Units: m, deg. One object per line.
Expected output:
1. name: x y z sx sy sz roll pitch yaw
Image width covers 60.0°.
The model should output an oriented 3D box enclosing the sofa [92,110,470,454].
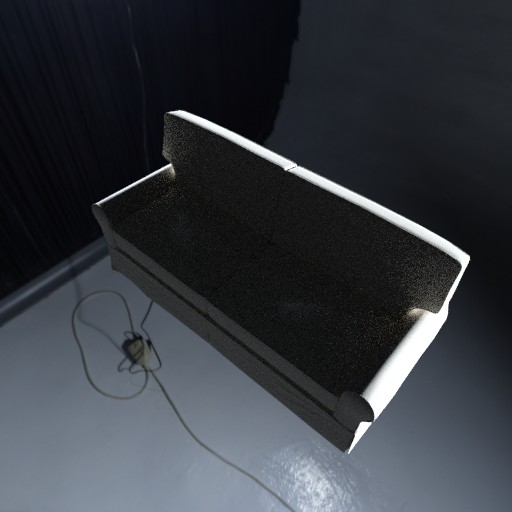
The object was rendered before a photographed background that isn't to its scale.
1. sofa: 0.000 0.000 2.531 2.021 0.937 0.862 33 55 27
